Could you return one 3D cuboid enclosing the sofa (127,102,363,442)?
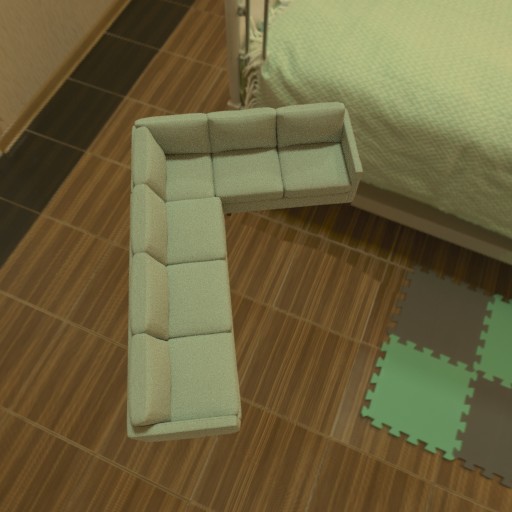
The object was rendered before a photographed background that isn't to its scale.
[{"bbox_3d":[0.000,0.000,4.587,2.522,0.934,3.333,-6,65,-3],"label":"sofa"}]
